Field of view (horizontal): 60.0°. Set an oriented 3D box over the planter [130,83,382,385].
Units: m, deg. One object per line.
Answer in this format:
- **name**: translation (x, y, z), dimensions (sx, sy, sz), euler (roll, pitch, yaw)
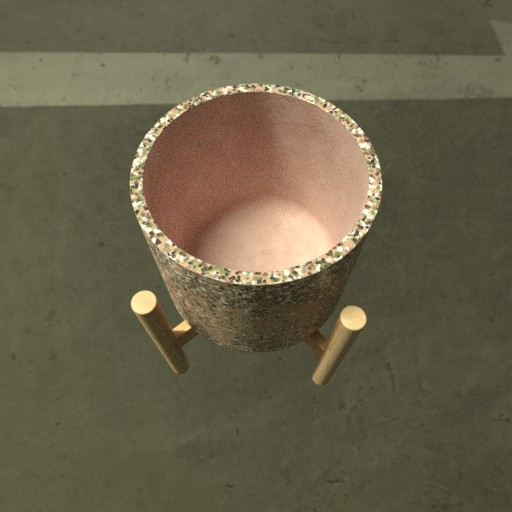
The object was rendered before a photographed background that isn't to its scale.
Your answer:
- **planter**: translation (0.000, 0.000, 0.534), dimensions (0.284, 0.320, 0.284), euler (-16, 63, -8)
